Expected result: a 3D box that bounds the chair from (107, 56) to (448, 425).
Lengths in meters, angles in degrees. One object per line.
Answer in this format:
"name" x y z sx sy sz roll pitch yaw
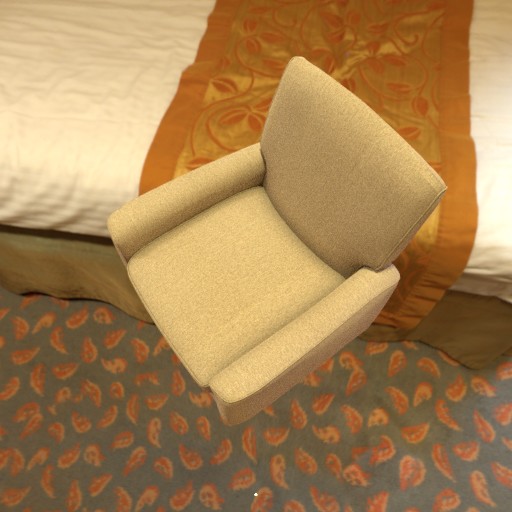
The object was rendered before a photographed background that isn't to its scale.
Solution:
"chair" 0.000 0.000 1.641 0.864 1.014 0.848 -32 66 -16
